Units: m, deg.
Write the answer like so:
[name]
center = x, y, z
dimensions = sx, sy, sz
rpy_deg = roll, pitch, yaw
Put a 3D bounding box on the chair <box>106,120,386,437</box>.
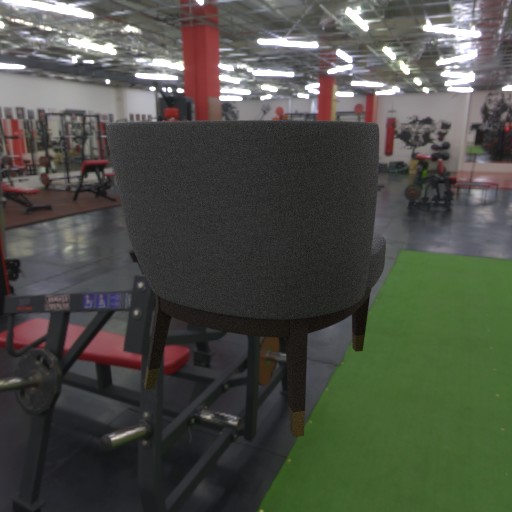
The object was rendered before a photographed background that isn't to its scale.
[chair]
center = 0.000, 0.000, 1.222
dimensions = 0.639, 0.695, 0.698
rpy_deg = 8, 17, 26
